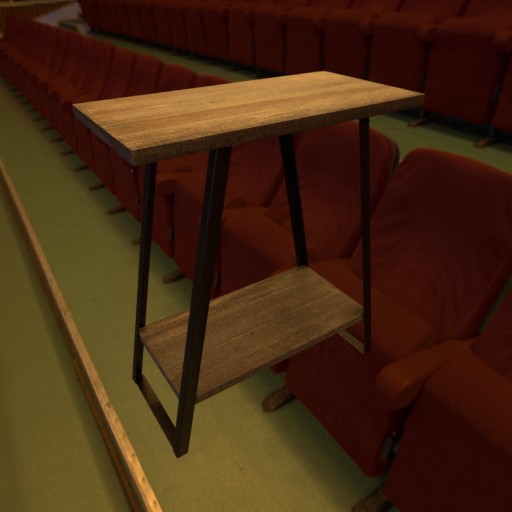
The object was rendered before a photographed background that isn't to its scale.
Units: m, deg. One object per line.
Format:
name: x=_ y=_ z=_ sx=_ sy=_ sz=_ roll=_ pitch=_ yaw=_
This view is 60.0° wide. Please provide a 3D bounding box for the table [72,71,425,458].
table: x=0.000 y=0.000 z=1.023 sx=0.599 sy=0.701 sz=0.300 roll=-20 pitch=37 yaw=-28
